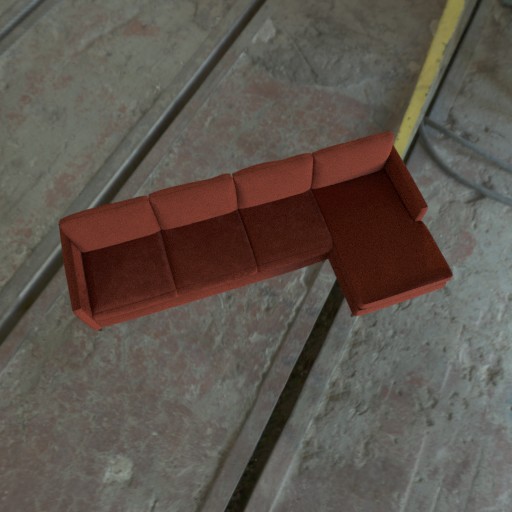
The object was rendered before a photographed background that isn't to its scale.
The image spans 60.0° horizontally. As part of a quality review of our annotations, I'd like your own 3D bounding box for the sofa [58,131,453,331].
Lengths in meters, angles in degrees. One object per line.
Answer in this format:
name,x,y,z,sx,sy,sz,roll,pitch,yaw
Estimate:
sofa,0.000,0.000,3.619,2.932,0.810,1.350,-16,66,-7
